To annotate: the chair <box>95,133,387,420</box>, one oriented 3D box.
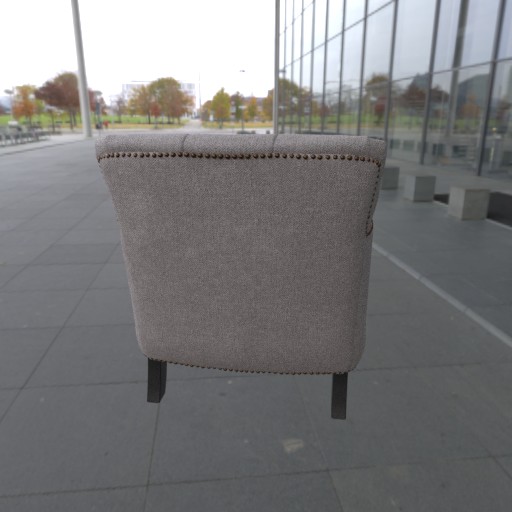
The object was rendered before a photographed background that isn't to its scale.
[{"bbox_3d":[0.000,0.000,1.506,0.737,0.823,0.902,2,17,8],"label":"chair"}]
